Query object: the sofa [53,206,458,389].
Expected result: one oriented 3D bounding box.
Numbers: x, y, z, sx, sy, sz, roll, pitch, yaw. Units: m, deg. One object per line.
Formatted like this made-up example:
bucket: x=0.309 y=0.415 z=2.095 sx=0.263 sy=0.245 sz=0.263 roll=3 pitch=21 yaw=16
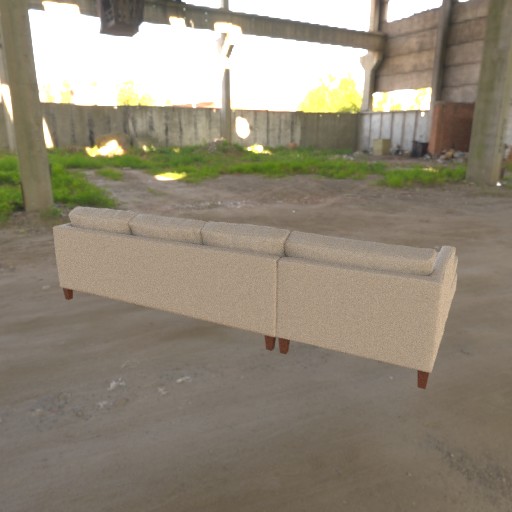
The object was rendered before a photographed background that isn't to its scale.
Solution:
sofa: x=0.000 y=0.000 z=3.905 sx=3.186 sy=0.846 sz=1.625 roll=8 pitch=18 yaw=27
